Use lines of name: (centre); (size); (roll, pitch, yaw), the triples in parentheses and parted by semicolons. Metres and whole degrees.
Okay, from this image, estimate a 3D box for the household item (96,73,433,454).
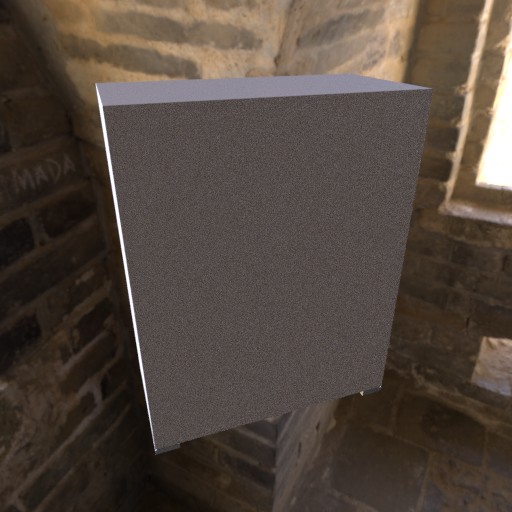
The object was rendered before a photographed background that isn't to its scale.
household item: (0.000, 0.000, 1.397); (0.790, 1.010, 0.420); (-9, 29, -17)
